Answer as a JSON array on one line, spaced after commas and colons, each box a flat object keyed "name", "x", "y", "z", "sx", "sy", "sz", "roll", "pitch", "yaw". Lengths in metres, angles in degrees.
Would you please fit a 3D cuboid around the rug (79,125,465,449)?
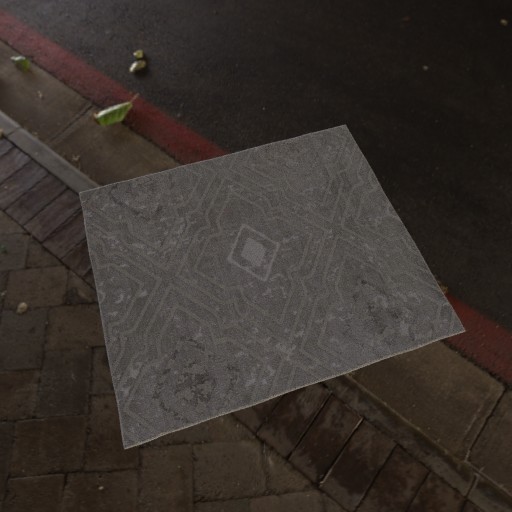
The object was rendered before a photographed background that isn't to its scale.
[{"name": "rug", "x": 0.000, "y": 0.000, "z": 0.897, "sx": 0.639, "sy": 0.006, "sz": 0.548, "roll": -16, "pitch": 63, "yaw": -9}]
